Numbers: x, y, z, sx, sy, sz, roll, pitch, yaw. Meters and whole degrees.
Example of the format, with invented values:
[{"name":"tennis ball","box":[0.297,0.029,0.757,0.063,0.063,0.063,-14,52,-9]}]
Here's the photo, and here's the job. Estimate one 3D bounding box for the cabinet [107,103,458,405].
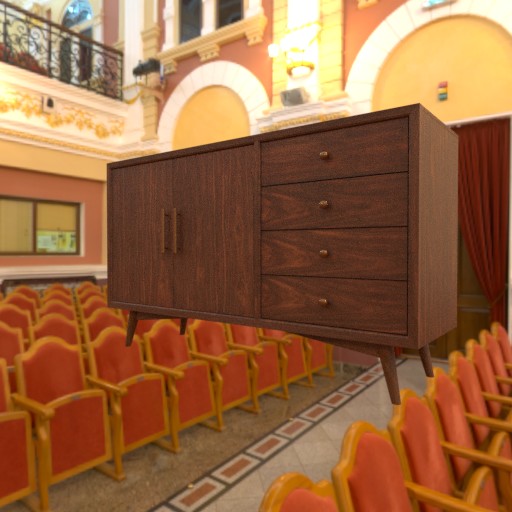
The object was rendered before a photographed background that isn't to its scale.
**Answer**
[{"name":"cabinet","box":[0.000,0.000,1.992,1.575,0.940,0.505,1,1,37]}]
